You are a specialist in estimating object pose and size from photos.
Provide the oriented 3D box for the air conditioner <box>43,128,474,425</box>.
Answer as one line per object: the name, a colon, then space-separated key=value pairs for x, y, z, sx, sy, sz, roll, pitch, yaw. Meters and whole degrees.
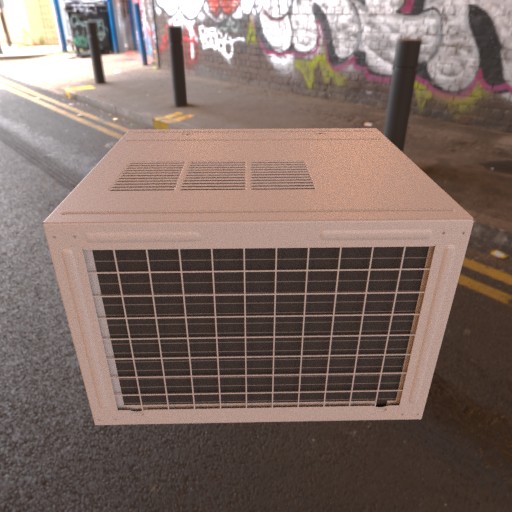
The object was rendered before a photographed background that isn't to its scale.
air conditioner: x=0.000 y=0.000 z=1.026 sx=0.645 sy=0.455 sz=0.599 roll=-1 pitch=29 yaw=-1
